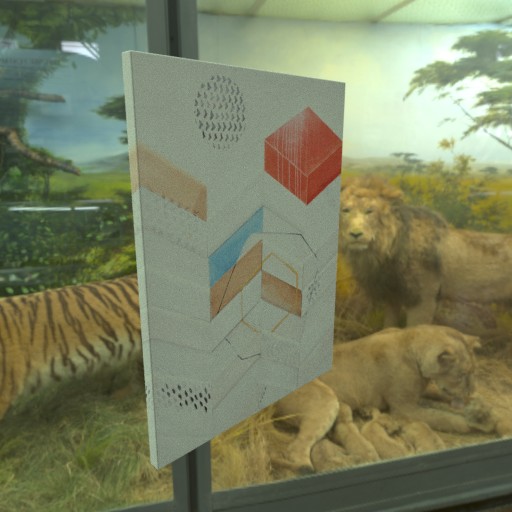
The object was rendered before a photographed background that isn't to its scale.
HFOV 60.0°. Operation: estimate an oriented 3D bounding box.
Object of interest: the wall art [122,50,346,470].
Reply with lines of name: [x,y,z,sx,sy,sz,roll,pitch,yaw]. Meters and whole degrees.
wall art: [0.000,0.000,1.302,0.759,1.014,0.045,-14,20,-42]
